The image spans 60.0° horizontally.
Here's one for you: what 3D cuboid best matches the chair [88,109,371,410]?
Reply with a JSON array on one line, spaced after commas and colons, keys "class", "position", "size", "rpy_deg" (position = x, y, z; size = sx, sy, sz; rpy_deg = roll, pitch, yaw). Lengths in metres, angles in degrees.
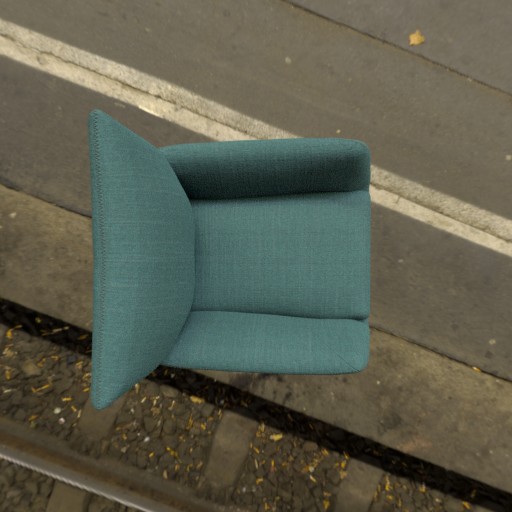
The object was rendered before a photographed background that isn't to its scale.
[{"class": "chair", "position": [0.000, 0.000, 1.402], "size": [0.769, 0.859, 0.678], "rpy_deg": [0, 92, 0]}]
